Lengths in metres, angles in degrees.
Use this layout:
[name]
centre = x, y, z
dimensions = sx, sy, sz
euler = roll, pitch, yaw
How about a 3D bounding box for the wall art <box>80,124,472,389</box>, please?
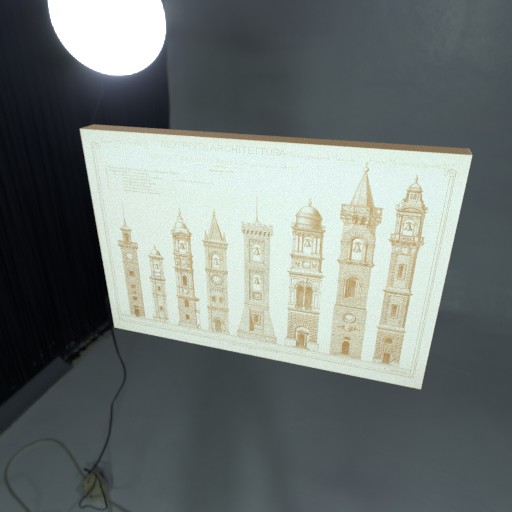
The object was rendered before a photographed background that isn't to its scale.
[wall art]
centre = 0.000, 0.000, 0.773
dimensions = 0.609, 0.407, 0.039
euler = 8, 28, 15
